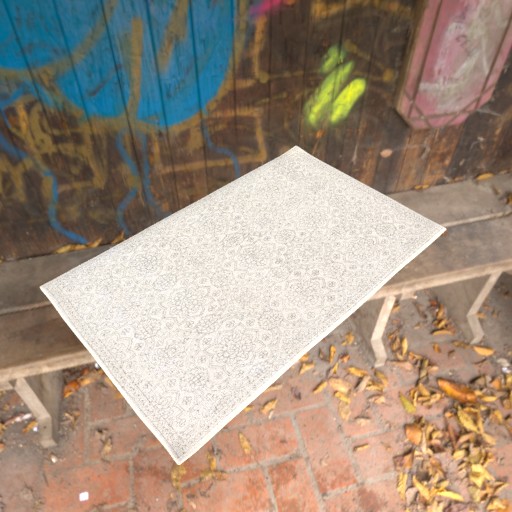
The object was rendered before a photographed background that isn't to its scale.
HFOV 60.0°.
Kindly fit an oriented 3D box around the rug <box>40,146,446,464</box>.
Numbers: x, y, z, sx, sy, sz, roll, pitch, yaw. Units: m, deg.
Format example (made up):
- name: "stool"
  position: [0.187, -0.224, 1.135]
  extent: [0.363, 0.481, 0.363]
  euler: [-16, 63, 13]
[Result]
- name: "rug"
  position: [0.000, 0.000, 2.445]
  extent: [1.947, 0.023, 1.214]
  euler: [-34, 55, -29]
